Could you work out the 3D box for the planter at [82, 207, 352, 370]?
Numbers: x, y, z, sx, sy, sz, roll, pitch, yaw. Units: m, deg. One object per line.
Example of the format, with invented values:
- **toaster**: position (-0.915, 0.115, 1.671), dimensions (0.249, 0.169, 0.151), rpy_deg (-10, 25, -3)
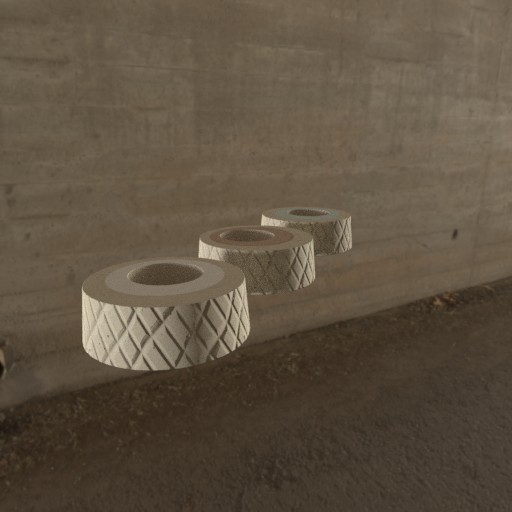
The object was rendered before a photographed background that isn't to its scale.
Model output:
- **planter**: position (0.000, 0.000, 0.425), dimensions (0.114, 0.038, 0.390), rpy_deg (7, 17, 25)
